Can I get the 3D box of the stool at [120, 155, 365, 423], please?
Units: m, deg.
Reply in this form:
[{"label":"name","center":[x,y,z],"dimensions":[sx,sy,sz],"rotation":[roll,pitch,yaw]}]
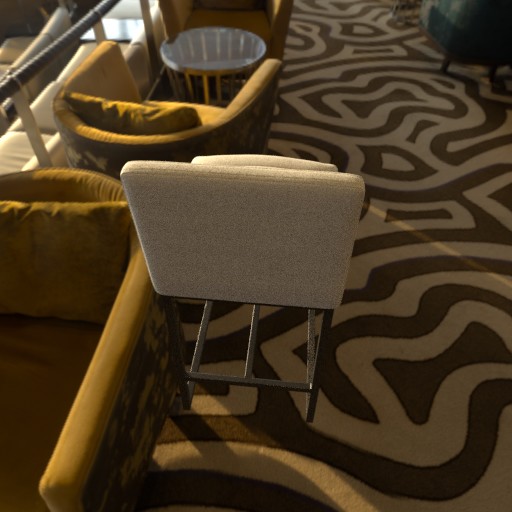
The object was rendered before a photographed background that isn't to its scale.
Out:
[{"label":"stool","center":[0.000,0.000,1.305],"dimensions":[0.459,0.971,0.567],"rotation":[4,47,4]}]
